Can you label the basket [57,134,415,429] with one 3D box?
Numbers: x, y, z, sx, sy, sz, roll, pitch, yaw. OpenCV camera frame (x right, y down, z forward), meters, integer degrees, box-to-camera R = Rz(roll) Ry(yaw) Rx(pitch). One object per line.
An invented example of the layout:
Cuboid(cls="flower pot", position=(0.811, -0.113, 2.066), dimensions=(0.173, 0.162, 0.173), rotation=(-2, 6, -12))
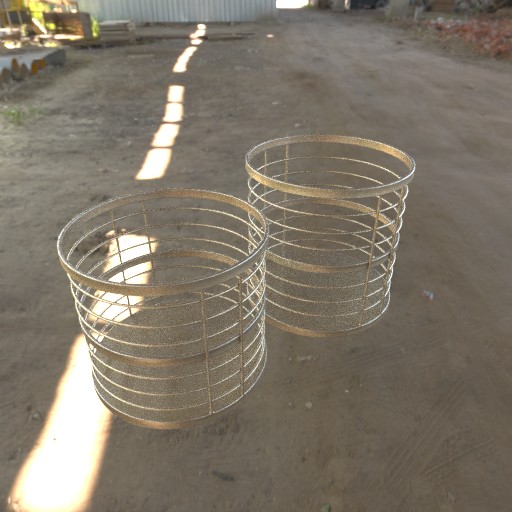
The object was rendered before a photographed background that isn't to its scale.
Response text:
Cuboid(cls="basket", position=(0.000, 0.000, 0.938), dimensions=(0.746, 0.351, 0.356), rotation=(-22, 37, -31))
